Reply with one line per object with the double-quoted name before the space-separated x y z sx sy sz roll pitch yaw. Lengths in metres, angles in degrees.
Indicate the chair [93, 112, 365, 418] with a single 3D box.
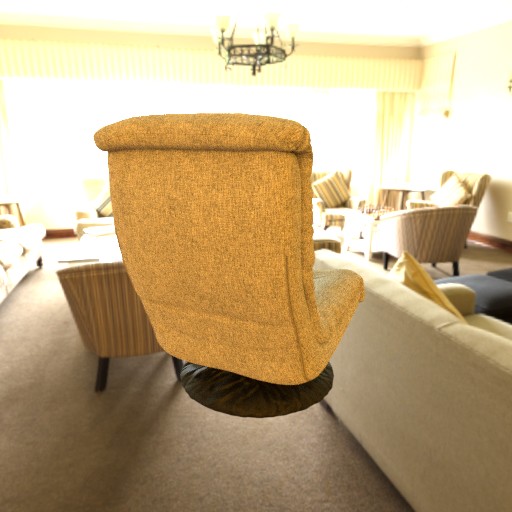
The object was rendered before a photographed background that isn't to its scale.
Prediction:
"chair" 0.000 0.000 1.009 0.400 0.600 0.583 7 17 25
